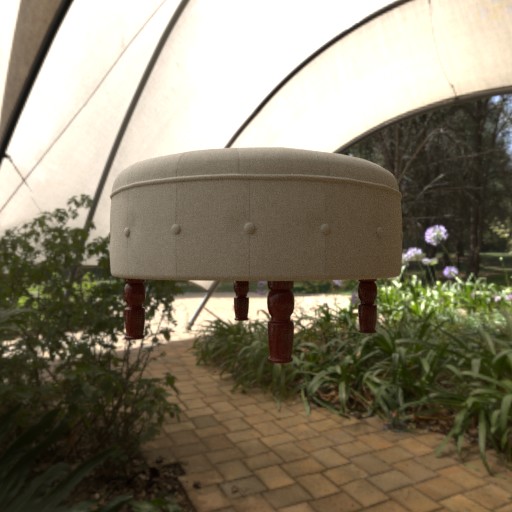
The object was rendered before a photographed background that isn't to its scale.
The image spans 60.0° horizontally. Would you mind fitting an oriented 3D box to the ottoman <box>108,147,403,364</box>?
[{"bbox_3d":[0.000,0.000,1.354,0.850,0.483,0.850,0,-1,0],"label":"ottoman"}]
